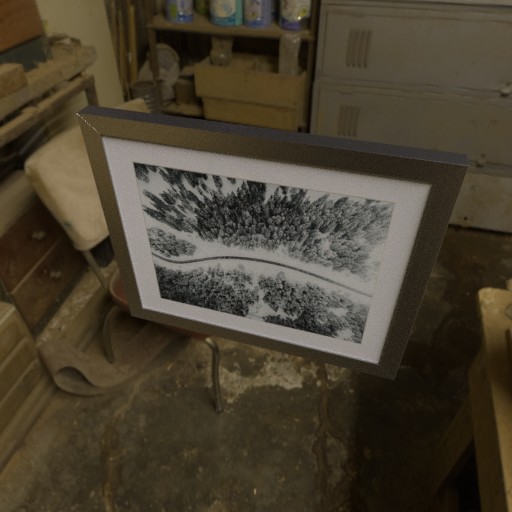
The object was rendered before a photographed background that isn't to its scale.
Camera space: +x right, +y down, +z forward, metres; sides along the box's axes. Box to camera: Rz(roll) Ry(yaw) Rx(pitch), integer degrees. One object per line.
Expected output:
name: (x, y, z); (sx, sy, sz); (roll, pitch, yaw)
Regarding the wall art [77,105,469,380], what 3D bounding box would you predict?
wall art: (0.000, 0.000, 0.767); (0.557, 0.456, 0.032); (11, 42, 13)
